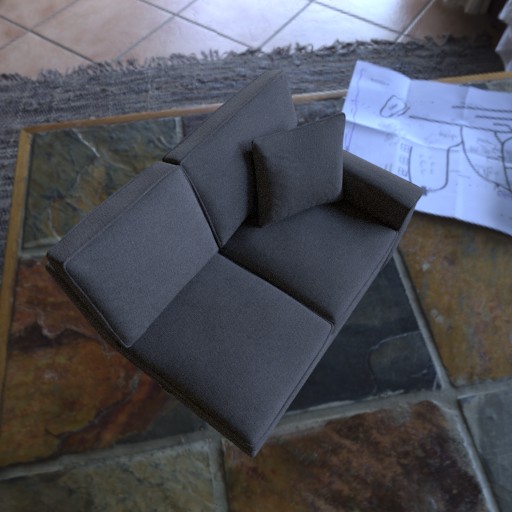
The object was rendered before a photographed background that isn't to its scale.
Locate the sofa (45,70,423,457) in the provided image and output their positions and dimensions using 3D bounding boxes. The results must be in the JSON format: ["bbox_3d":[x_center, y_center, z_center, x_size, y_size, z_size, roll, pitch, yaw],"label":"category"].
[{"bbox_3d":[0.000,0.000,2.060,0.991,0.989,1.388,32,64,18],"label":"sofa"}]
